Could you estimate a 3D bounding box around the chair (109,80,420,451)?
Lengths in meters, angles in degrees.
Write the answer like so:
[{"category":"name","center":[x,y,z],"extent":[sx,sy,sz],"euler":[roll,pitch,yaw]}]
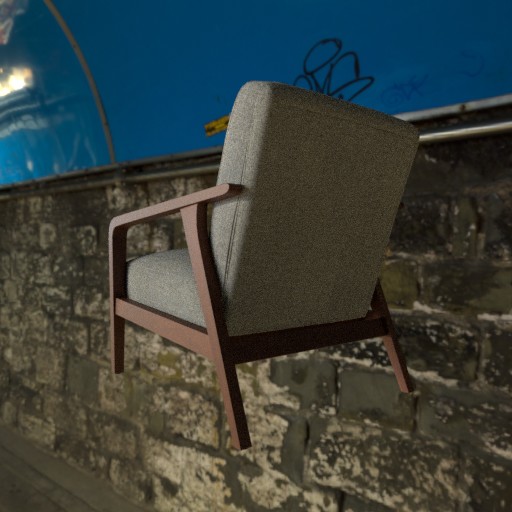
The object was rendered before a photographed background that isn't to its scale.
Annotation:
[{"category":"chair","center":[0.000,0.000,1.460],"extent":[0.704,0.847,0.858],"euler":[-1,1,-38]}]
